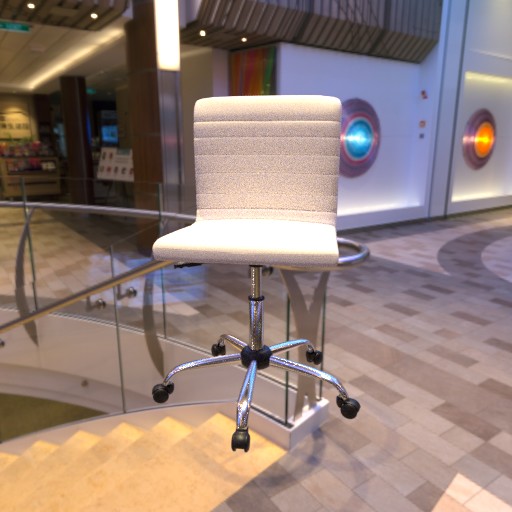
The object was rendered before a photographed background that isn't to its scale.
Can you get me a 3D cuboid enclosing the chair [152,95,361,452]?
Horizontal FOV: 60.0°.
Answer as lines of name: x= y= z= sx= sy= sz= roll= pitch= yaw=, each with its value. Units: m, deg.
chair: x=0.000 y=0.000 z=1.050 sx=0.520 sy=0.750 sz=0.455 roll=2 pitch=14 yaw=9
